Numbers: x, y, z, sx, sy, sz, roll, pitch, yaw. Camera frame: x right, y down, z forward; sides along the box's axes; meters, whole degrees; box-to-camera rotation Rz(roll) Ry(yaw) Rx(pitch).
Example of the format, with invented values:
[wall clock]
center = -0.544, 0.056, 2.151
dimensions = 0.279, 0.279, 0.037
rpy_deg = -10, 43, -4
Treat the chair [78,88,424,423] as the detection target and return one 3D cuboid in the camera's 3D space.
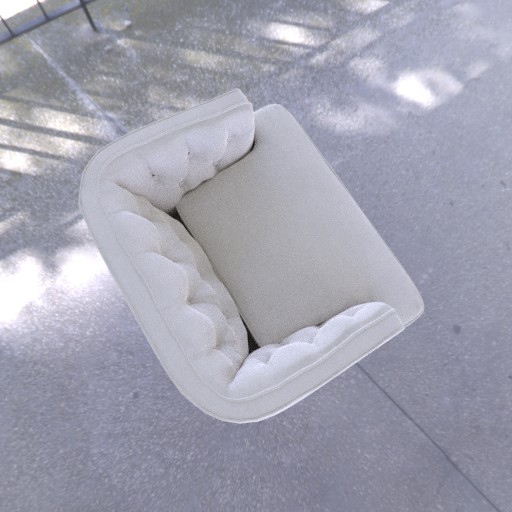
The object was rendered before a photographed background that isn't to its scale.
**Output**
[chair]
center = 0.000, 0.000, 1.800
dimensions = 0.941, 0.852, 1.104
rpy_deg = -31, 78, -7
